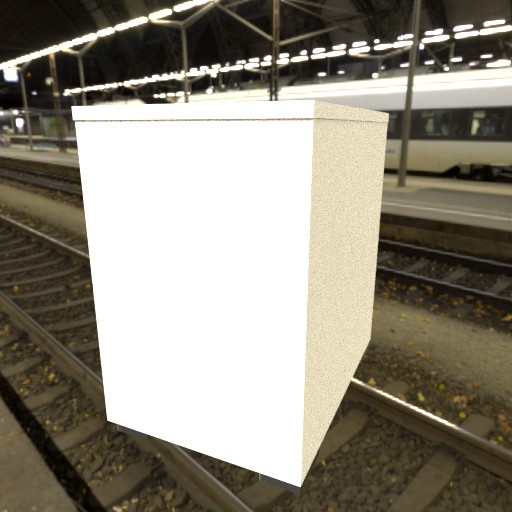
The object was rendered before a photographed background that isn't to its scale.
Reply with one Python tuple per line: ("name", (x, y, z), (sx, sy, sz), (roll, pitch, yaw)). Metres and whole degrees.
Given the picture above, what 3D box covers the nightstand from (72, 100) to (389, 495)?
("nightstand", (0.000, 0.000, 0.738), (0.325, 0.460, 0.441), (7, 18, 24))
